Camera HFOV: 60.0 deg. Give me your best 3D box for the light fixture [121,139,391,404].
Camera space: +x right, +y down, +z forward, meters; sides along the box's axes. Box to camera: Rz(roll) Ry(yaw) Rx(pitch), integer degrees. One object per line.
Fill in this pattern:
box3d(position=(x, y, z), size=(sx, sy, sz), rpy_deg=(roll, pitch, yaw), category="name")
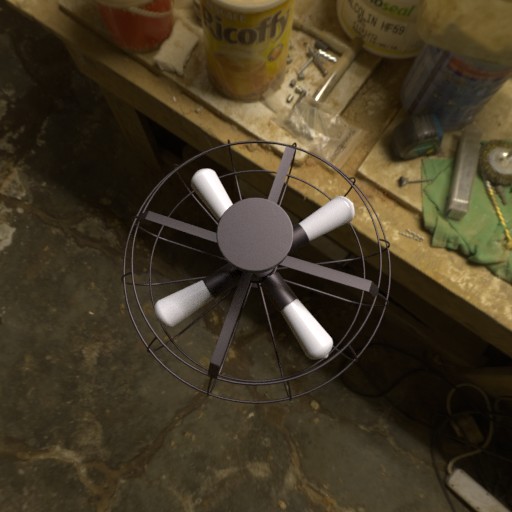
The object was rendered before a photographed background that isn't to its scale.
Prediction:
box3d(position=(0.000, 0.000, 0.906), size=(0.582, 0.311, 0.582), rpy_deg=(0, 75, 0), category="light fixture")
